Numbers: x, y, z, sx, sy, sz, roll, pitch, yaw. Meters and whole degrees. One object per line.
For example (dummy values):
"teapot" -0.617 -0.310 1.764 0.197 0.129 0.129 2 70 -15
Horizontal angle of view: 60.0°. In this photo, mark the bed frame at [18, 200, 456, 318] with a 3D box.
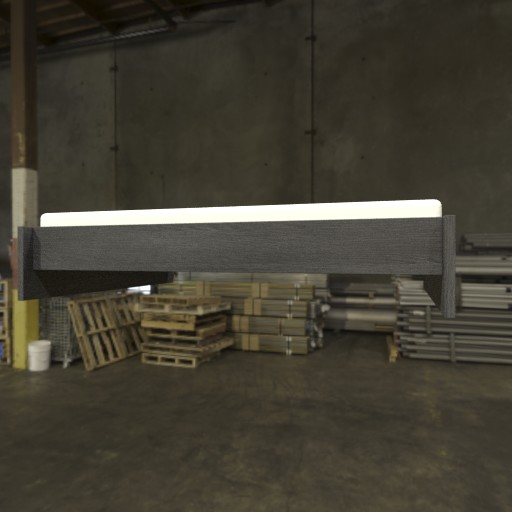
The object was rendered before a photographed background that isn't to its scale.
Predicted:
"bed frame" 0.000 0.000 2.557 1.950 0.432 1.490 0 0 18
